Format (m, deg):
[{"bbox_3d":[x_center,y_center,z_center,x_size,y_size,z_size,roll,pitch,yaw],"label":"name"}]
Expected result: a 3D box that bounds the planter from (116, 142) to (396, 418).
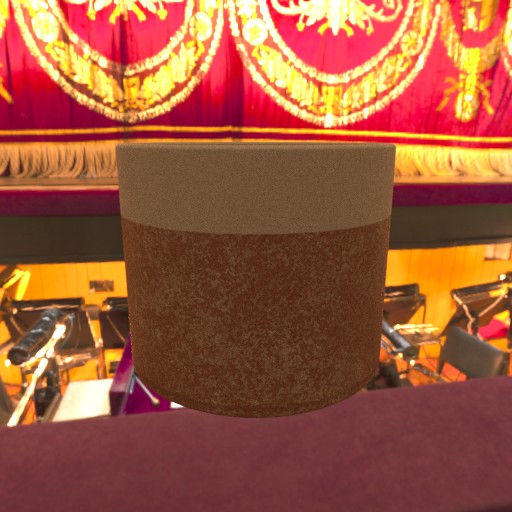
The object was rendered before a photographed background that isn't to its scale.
[{"bbox_3d":[0.000,0.000,0.279,0.159,0.138,0.159,0,15,0],"label":"planter"}]
